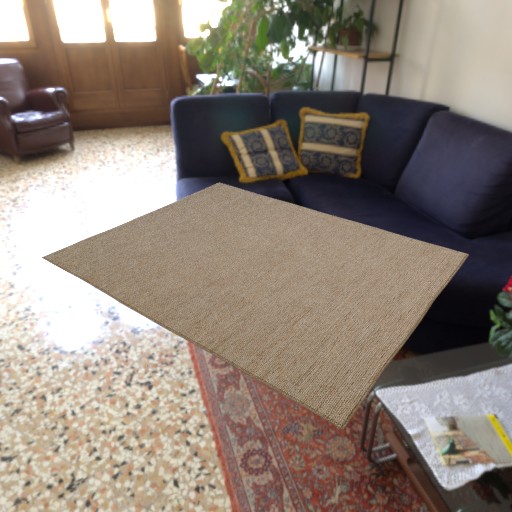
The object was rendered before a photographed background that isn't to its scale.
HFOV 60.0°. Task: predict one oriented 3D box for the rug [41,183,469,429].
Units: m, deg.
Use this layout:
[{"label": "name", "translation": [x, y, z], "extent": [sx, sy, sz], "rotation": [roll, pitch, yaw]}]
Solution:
[{"label": "rug", "translation": [0.000, 0.000, 4.005], "extent": [3.034, 0.012, 2.406], "rotation": [21, 36, 32]}]
